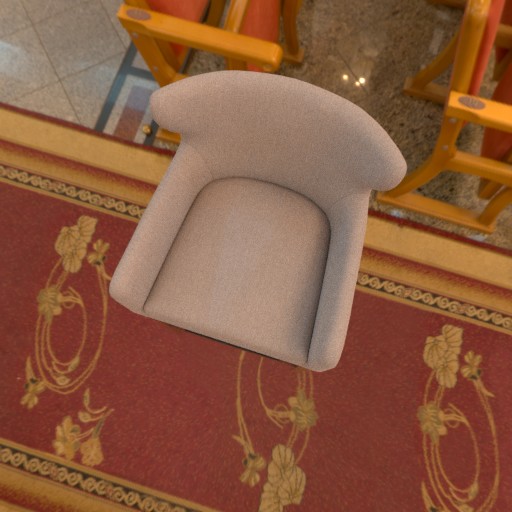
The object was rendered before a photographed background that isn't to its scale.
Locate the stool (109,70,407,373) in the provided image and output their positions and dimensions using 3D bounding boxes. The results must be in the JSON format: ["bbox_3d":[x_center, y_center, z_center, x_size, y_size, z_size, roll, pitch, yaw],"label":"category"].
[{"bbox_3d":[0.000,0.000,1.389,0.575,1.047,0.575,17,75,5],"label":"stool"}]
